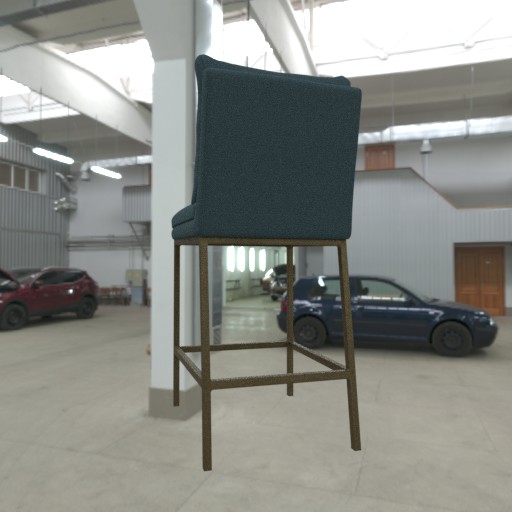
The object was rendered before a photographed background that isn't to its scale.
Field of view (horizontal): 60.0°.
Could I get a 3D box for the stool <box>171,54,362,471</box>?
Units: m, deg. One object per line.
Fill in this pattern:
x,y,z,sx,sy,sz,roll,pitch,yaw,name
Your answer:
0.000,0.000,1.373,0.463,1.032,0.568,0,-2,-17,stool
